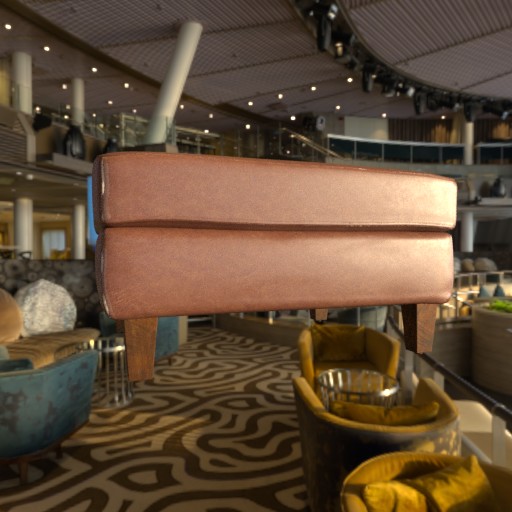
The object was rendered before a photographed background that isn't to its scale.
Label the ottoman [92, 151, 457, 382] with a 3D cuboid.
[{"bbox_3d":[0.000,0.000,1.231,0.851,0.485,0.650,0,1,-20],"label":"ottoman"}]
